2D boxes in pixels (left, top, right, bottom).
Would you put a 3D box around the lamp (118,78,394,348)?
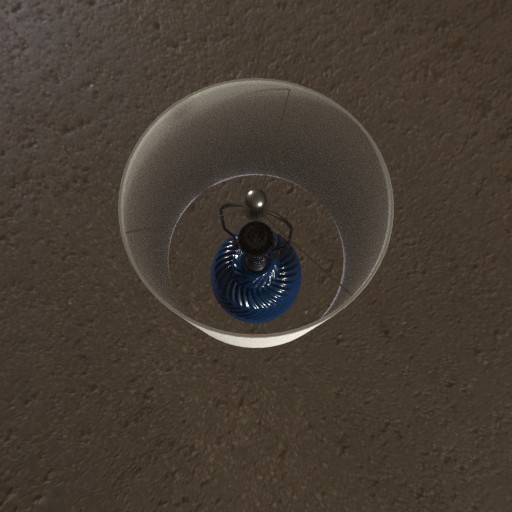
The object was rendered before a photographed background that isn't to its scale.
[{"bbox_3d":[0.000,0.000,0.500,0.203,0.368,0.203,15,77,4],"label":"lamp"}]
